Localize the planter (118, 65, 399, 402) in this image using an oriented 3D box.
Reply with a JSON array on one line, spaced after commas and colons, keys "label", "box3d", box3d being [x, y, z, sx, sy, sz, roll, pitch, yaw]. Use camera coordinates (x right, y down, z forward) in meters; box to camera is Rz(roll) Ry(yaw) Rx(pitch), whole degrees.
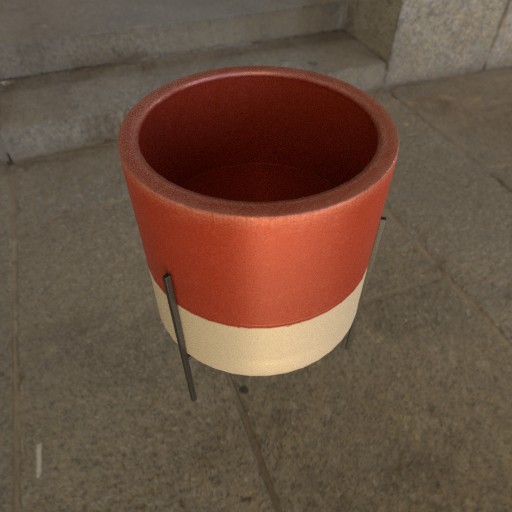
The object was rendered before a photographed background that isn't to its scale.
[{"label": "planter", "box3d": [0.000, 0.000, 0.712, 0.345, 0.465, 0.354, 31, 54, 26]}]
